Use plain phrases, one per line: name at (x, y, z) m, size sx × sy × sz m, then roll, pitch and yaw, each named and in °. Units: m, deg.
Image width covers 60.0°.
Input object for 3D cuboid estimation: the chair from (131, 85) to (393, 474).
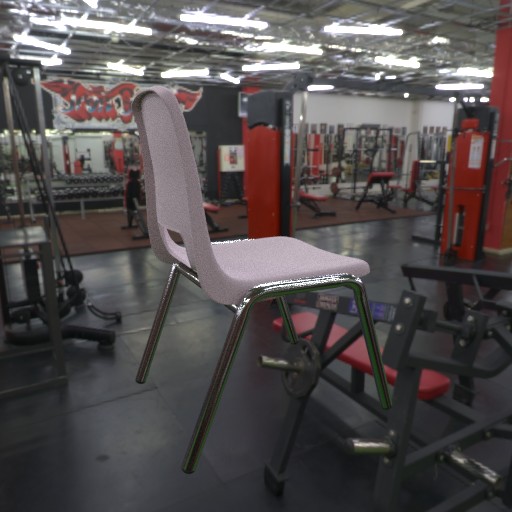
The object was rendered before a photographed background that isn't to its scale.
chair at (0.000, 0.000, 0.849) m, size 0.423 × 0.586 × 0.354 m, roll -7°, pitch 15°, yaw -27°
